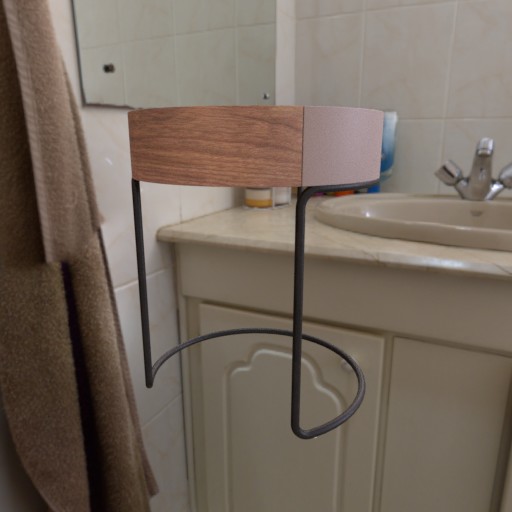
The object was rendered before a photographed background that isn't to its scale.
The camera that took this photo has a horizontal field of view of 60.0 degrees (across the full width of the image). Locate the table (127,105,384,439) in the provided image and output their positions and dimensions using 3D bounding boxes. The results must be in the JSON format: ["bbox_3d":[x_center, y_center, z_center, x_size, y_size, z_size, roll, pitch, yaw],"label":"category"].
[{"bbox_3d":[0.000,0.000,0.870,0.450,0.530,0.450,0,15,0],"label":"table"}]
